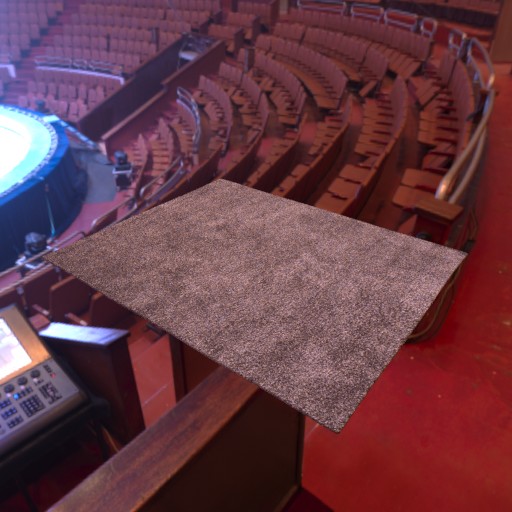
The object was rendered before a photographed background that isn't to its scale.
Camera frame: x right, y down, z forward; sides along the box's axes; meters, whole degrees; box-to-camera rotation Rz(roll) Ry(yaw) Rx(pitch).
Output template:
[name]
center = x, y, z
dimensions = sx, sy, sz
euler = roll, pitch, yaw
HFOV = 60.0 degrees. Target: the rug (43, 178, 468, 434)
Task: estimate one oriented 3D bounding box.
[rug]
center = 0.000, 0.000, 3.998
dimensions = 3.000, 0.025, 2.401
euler = 22, 38, 32
